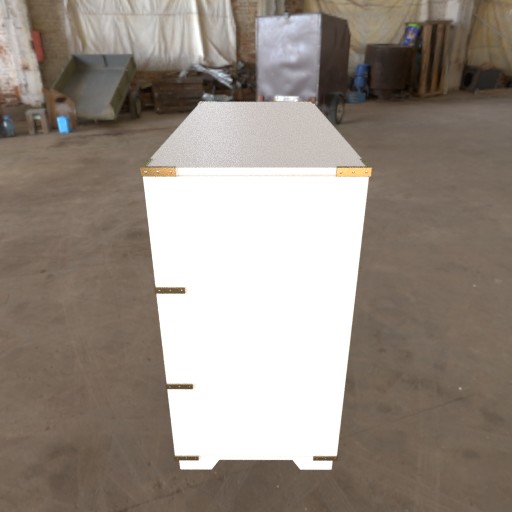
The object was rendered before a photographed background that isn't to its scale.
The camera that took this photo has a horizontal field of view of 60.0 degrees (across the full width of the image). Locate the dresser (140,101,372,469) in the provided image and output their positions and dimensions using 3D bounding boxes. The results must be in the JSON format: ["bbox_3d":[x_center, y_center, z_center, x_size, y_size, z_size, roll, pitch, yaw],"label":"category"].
[{"bbox_3d":[0.000,0.000,1.530,0.460,0.891,1.022,0,26,0],"label":"dresser"}]
